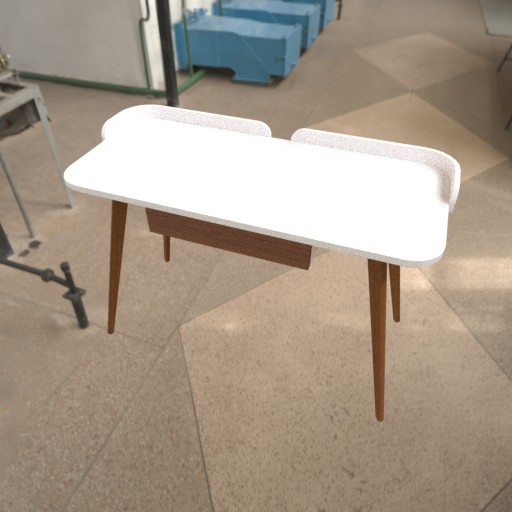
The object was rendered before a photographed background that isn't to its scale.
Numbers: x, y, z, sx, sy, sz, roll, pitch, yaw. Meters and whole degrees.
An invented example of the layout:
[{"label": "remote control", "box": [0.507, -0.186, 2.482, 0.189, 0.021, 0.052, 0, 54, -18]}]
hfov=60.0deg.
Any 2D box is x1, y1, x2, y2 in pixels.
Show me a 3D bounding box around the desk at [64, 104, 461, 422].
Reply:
[{"label": "desk", "box": [0.000, 0.000, 1.655, 1.206, 0.807, 0.534, 14, 43, 15]}]
